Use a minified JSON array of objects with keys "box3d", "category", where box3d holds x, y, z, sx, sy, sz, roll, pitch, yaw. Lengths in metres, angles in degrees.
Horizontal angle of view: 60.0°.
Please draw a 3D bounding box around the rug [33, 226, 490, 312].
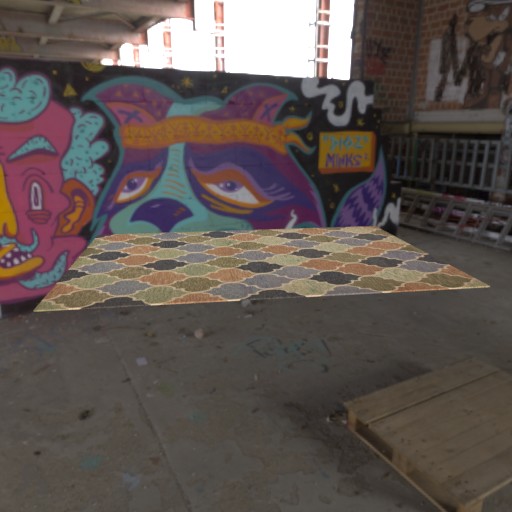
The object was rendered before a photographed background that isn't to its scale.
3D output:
[{"box3d":[0.000,0.000,2.332,1.828,0.006,1.216,-2,16,-8],"category":"rug"}]
